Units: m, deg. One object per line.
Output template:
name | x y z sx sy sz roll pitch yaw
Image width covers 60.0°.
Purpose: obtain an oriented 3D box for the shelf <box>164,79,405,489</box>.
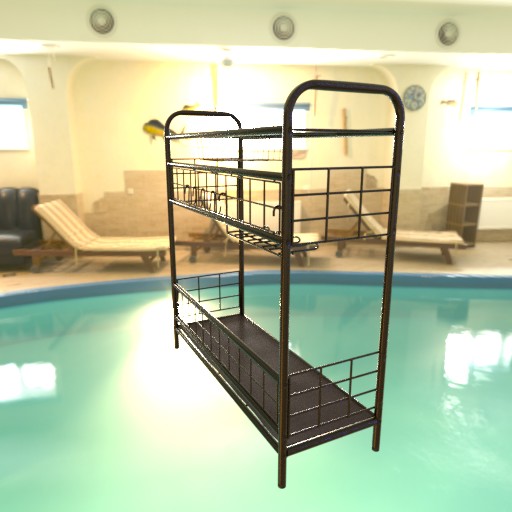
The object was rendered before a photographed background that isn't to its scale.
shelf | 0.000 0.000 1.540 0.350 1.026 0.961 -7 15 -26
